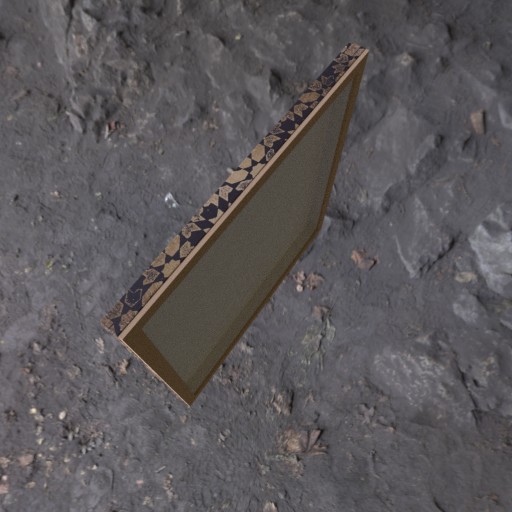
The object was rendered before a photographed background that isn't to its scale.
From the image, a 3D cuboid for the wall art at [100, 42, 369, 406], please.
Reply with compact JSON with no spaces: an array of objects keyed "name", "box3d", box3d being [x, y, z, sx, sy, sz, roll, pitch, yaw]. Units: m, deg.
[{"name":"wall art","box3d":[0.000,0.000,0.919,0.038,0.612,0.612,32,68,15]}]
